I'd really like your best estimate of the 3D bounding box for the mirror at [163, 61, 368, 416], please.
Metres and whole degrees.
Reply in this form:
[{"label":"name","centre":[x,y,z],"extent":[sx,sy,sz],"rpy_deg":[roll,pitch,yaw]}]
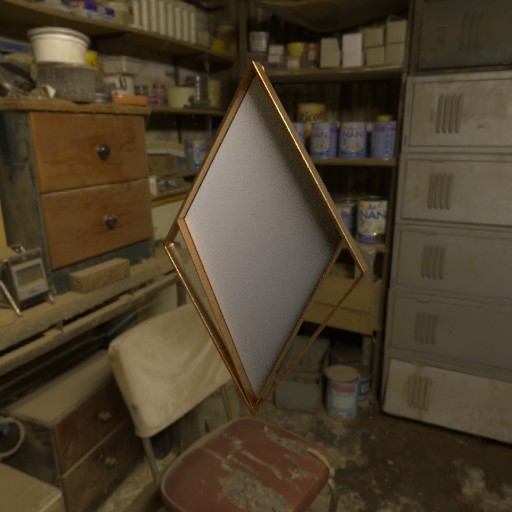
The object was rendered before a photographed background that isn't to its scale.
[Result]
[{"label":"mirror","centre":[0.000,0.000,0.838],"extent":[0.419,0.679,0.032],"rpy_deg":[8,17,26]}]
